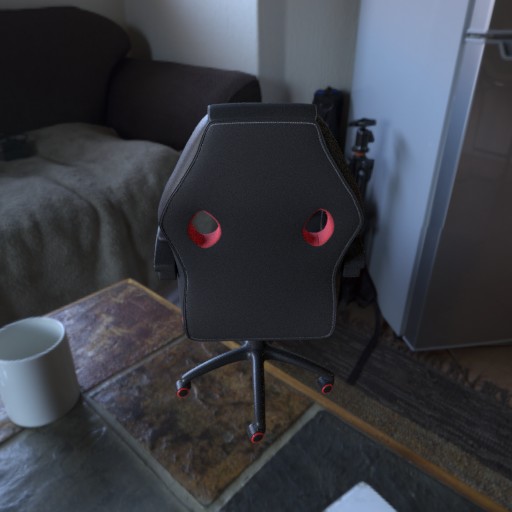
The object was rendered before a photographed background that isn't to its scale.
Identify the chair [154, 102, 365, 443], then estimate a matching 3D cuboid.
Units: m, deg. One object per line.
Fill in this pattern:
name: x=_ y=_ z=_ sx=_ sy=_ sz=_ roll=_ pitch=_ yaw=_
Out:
chair: x=0.000 y=0.000 z=1.605 sx=0.673 sy=1.187 sz=0.724 roll=-1 pitch=30 yaw=-2
